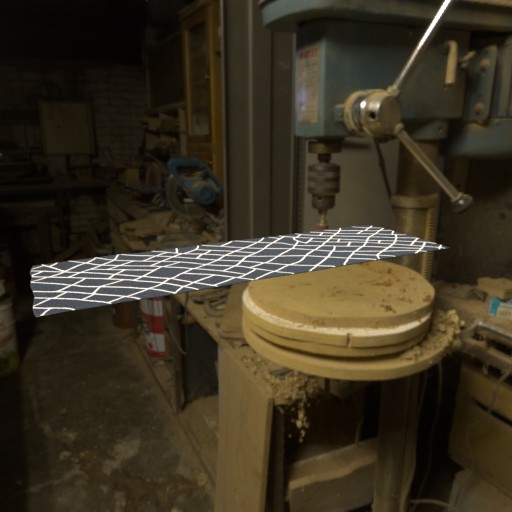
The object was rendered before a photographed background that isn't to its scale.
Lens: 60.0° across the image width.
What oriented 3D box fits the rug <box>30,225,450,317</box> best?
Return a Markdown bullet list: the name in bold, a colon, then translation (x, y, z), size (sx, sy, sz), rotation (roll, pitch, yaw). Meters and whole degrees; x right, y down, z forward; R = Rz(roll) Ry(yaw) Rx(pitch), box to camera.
- **rug**: translation (0.000, 0.000, 2.709), size (2.476, 0.010, 0.807), rotation (-8, 18, -26)
